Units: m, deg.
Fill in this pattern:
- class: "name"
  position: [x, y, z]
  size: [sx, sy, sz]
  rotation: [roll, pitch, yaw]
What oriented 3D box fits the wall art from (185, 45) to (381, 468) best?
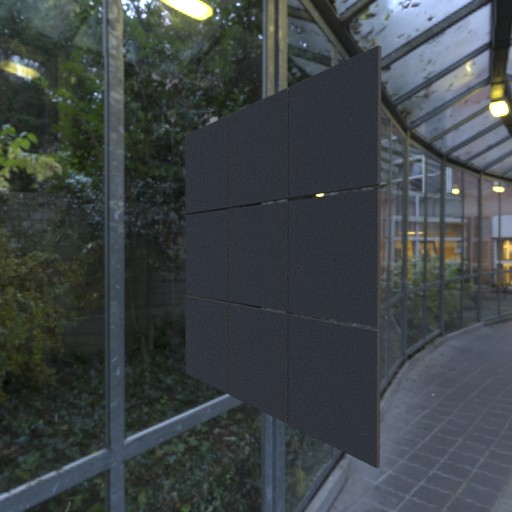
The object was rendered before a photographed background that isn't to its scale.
- class: "wall art"
  position: [0.000, 0.000, 1.770]
  size: [0.013, 1.216, 1.216]
  rotation: [0, 1, -36]
